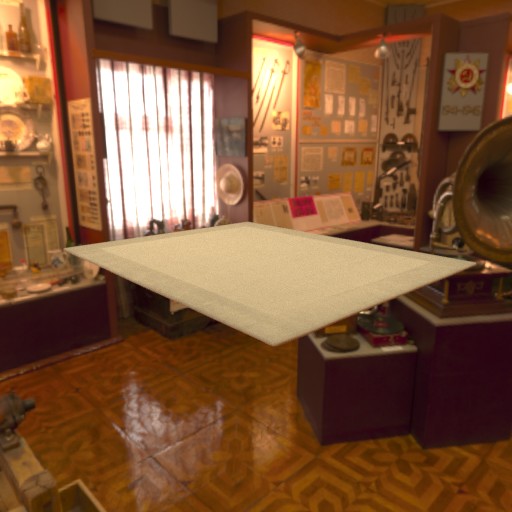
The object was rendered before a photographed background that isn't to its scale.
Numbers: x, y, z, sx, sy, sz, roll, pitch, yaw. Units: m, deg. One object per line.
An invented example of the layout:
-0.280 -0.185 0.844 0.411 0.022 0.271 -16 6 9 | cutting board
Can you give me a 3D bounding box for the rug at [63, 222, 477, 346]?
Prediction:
0.000 0.000 4.070 2.430 0.018 2.976 -12 18 -41 | rug
